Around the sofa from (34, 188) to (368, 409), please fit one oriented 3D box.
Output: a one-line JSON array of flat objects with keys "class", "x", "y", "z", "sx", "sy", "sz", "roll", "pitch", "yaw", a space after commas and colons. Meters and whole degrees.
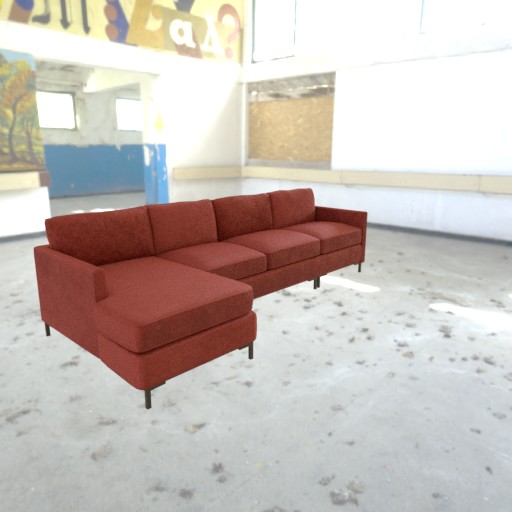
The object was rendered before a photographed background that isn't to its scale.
[{"class": "sofa", "x": 0.000, "y": 0.000, "z": 4.059, "sx": 1.500, "sy": 0.967, "sz": 3.400, "roll": 13, "pitch": 19, "yaw": 42}]
